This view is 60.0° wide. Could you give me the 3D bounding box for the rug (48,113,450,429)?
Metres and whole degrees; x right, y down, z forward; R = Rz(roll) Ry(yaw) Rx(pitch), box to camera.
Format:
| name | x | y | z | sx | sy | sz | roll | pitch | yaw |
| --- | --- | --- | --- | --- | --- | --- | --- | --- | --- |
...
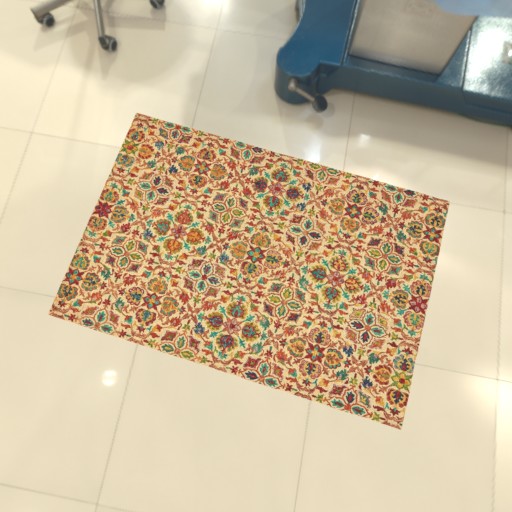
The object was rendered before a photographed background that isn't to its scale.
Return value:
| name | x | y | z | sx | sy | sz | roll | pitch | yaw |
| --- | --- | --- | --- | --- | --- | --- | --- | --- | --- |
| rug | 0.000 | 0.000 | 2.338 | 1.838 | 0.013 | 1.226 | 17 | 75 | 5 |
